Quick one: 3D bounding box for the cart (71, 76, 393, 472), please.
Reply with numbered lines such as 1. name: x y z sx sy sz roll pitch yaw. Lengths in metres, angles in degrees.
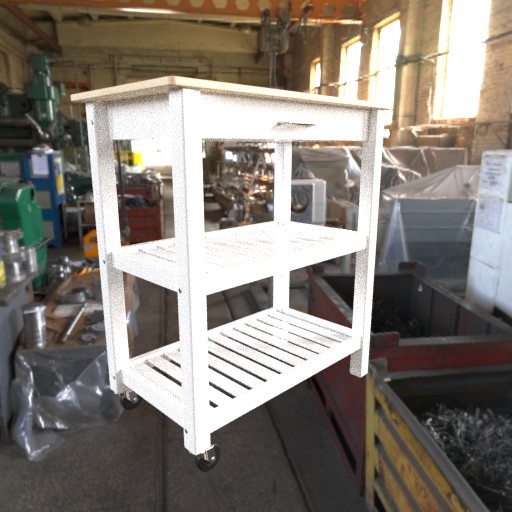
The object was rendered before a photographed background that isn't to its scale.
1. cart: 0.000 0.000 1.398 0.899 0.927 0.457 -13 19 -43
